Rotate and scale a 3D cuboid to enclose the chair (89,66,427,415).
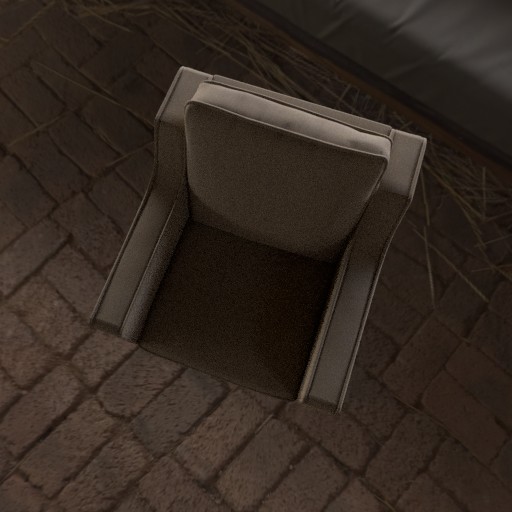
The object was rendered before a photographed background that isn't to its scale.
[{"bbox_3d":[0.000,0.000,1.634,0.831,0.960,0.909,18,75,5],"label":"chair"}]
